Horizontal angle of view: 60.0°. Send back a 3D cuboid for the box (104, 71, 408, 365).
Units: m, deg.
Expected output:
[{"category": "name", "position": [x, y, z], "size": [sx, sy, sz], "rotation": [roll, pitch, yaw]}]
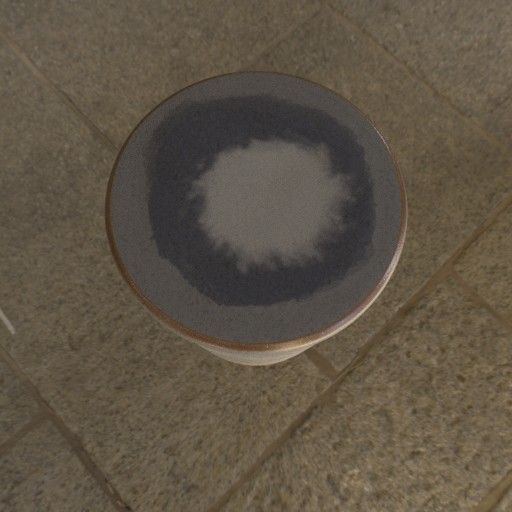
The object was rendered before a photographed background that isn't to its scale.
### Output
[{"category": "box", "position": [0.000, 0.000, 0.249], "size": [0.118, 0.168, 0.118], "rotation": [0, 74, 0]}]
